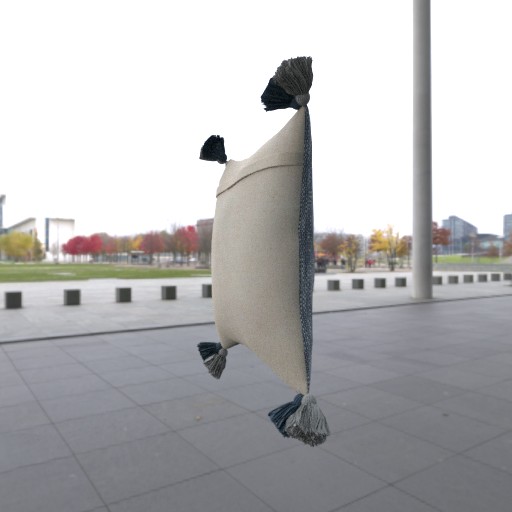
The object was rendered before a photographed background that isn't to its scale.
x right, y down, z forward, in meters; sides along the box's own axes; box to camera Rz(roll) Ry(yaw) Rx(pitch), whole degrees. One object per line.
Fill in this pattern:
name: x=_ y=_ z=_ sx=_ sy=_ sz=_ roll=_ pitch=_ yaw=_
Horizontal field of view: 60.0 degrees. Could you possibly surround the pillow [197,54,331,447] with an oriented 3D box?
pillow: x=0.000 y=0.000 z=0.931 sx=0.138 sy=0.634 sz=0.614 roll=0 pitch=0 yaw=-20
